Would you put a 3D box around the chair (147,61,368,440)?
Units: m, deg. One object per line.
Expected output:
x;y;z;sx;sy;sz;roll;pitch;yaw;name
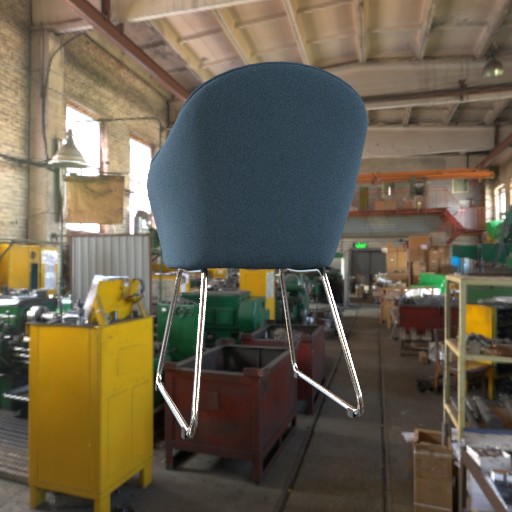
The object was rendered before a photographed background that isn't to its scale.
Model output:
0.000;0.000;1.208;0.570;0.815;0.585;0;-1;-18;chair
